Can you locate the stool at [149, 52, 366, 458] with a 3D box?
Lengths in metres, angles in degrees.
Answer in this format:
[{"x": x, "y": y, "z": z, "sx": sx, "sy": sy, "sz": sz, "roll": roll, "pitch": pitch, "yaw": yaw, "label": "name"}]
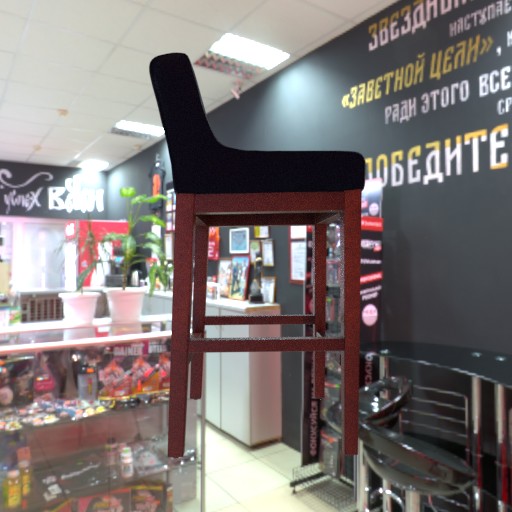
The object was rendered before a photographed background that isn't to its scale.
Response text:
[{"x": 0.000, "y": 0.000, "z": 1.261, "sx": 0.516, "sy": 0.945, "sz": 0.511, "roll": 0, "pitch": 0, "yaw": -2, "label": "stool"}]
